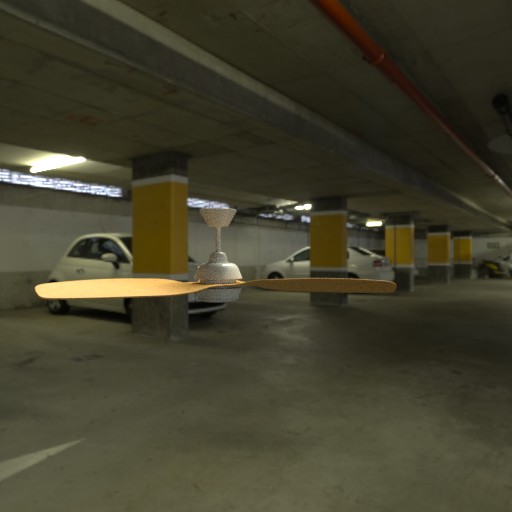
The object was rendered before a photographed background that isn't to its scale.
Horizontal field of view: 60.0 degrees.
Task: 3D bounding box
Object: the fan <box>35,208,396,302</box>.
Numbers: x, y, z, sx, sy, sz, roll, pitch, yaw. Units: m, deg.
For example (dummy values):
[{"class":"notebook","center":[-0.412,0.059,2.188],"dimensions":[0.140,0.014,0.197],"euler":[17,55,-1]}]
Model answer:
[{"class":"fan","center":[0.000,0.000,1.675],"dimensions":[1.010,0.355,1.142],"euler":[0,0,18]}]
